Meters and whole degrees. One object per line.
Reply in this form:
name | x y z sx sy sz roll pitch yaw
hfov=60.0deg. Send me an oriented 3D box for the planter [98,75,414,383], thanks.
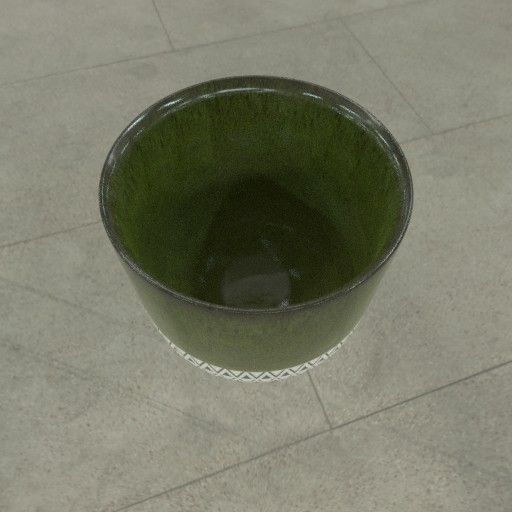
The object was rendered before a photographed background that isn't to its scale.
planter | 0.000 0.000 0.492 0.266 0.270 0.266 0 58 0
